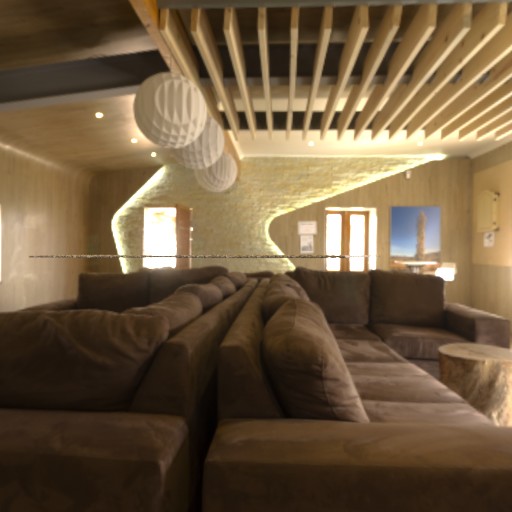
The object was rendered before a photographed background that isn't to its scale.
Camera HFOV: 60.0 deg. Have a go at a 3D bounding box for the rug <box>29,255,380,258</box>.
[{"bbox_3d":[0.000,0.000,3.096,1.548,0.013,2.486,0,0,19],"label":"rug"}]
